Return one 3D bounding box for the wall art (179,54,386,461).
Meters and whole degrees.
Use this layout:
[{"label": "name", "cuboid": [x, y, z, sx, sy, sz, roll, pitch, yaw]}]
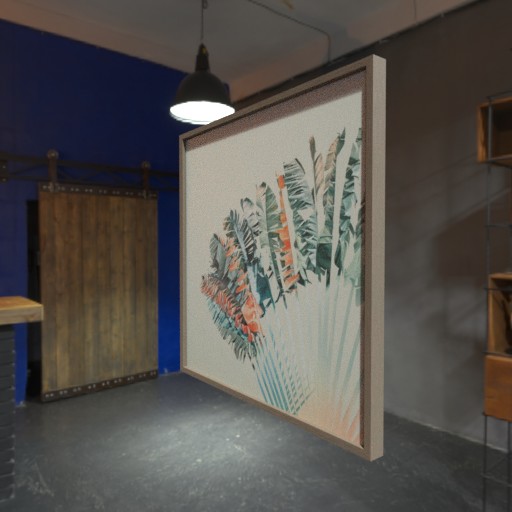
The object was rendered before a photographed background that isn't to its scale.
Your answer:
[{"label": "wall art", "cuboid": [0.000, 0.000, 1.139, 0.038, 0.758, 0.761, -1, 2, -37]}]
